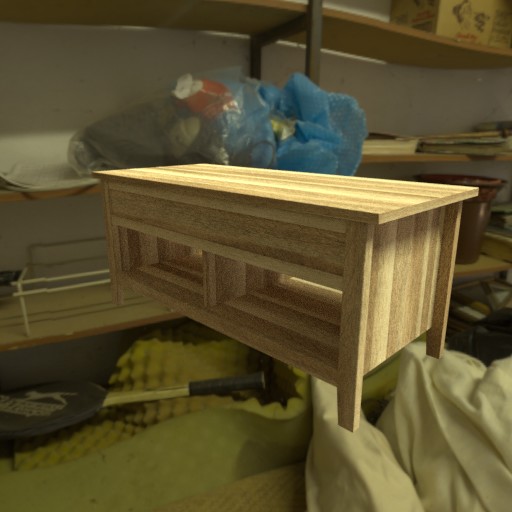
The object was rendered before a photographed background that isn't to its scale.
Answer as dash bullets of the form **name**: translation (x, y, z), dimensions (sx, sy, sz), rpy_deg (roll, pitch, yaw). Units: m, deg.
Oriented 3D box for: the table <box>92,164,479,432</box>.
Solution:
- **table**: translation (0.000, 0.000, 1.385), dimensions (1.095, 0.480, 0.493), rpy_deg (15, 22, 42)
